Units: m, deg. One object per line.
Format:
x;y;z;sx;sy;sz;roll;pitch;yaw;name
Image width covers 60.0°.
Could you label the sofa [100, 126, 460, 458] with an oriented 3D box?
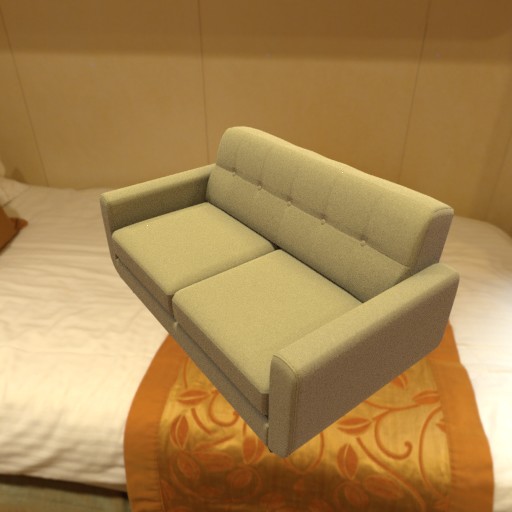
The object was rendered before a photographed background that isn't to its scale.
0.000;0.000;2.229;0.980;0.892;1.655;-22;39;-31;sofa
